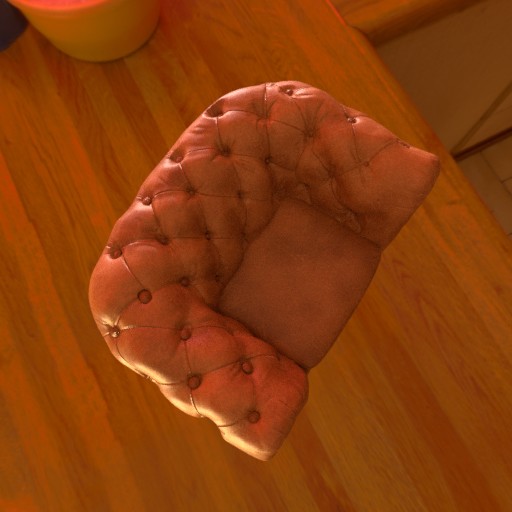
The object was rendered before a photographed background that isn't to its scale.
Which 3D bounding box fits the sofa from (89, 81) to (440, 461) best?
[{"bbox_3d":[0.000,0.000,2.067,1.033,0.878,1.405,32,77,8],"label":"sofa"}]
